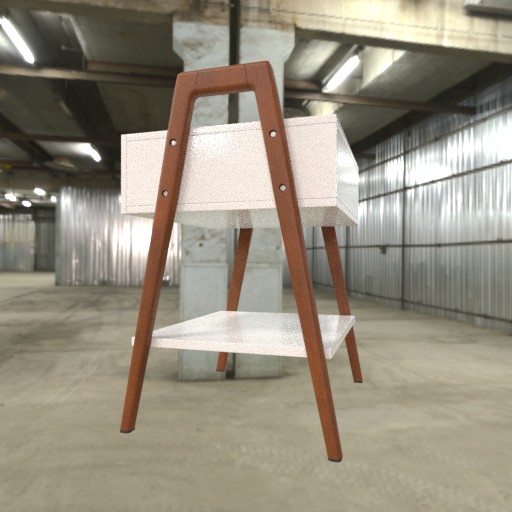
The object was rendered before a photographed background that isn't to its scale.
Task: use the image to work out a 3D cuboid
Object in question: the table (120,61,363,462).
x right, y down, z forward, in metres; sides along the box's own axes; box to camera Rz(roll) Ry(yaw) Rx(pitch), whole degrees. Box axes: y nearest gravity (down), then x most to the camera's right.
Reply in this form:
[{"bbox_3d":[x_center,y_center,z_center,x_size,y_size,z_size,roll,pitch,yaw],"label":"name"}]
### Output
[{"bbox_3d":[0.000,0.000,0.929,0.405,0.610,0.457,0,0,17],"label":"table"}]
